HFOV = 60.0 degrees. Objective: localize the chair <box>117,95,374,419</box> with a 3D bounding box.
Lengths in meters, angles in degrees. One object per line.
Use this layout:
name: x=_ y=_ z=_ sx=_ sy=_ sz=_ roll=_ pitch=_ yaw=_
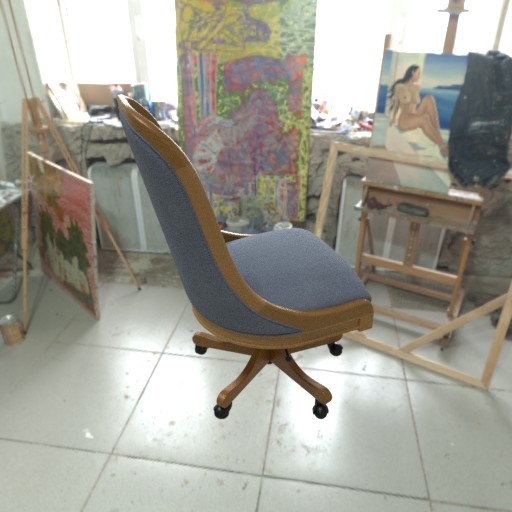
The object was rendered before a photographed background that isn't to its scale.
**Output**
chair: x=0.000 y=0.000 z=1.467 sx=0.735 sy=1.031 sz=0.605 roll=-10 pitch=30 yaw=-18
